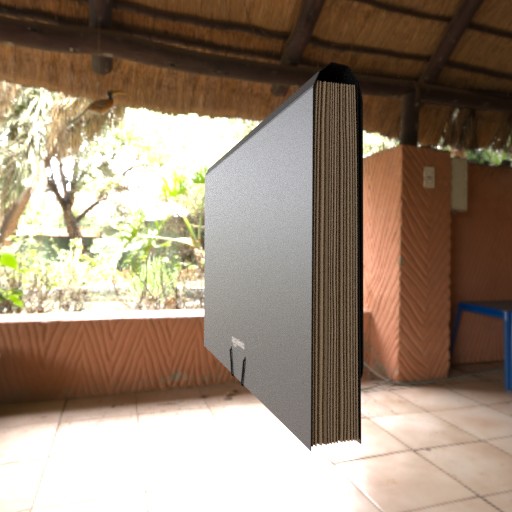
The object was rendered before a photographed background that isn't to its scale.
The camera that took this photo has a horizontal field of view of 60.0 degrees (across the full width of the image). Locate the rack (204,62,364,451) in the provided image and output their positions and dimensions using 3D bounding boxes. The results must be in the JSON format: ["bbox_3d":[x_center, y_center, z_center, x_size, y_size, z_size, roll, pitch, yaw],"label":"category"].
[{"bbox_3d":[0.000,0.000,0.433,0.041,0.241,0.330,0,0,-18],"label":"rack"}]
